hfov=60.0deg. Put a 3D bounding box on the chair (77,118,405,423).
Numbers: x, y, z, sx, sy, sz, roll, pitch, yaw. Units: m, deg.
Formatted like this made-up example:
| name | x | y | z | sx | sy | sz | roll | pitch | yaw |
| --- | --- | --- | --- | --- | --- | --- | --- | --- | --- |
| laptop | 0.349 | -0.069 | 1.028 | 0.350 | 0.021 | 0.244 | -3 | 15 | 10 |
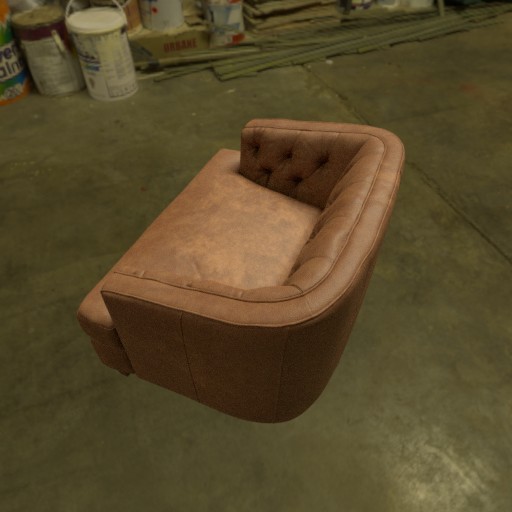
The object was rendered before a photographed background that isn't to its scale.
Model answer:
| name | x | y | z | sx | sy | sz | roll | pitch | yaw |
| --- | --- | --- | --- | --- | --- | --- | --- | --- | --- |
| chair | 0.000 | 0.000 | 1.771 | 0.911 | 0.836 | 1.119 | 18 | 49 | 16 |
